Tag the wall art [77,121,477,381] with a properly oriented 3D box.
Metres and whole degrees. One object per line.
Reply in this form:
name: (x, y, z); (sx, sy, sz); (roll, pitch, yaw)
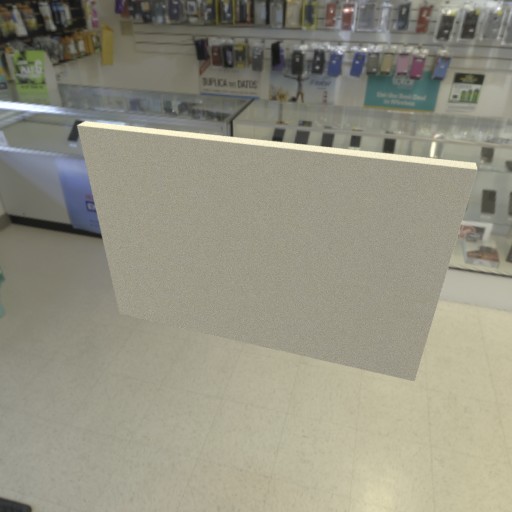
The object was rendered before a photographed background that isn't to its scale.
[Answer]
wall art: (0.000, 0.000, 1.139); (0.898, 0.601, 0.038); (10, 35, 15)
